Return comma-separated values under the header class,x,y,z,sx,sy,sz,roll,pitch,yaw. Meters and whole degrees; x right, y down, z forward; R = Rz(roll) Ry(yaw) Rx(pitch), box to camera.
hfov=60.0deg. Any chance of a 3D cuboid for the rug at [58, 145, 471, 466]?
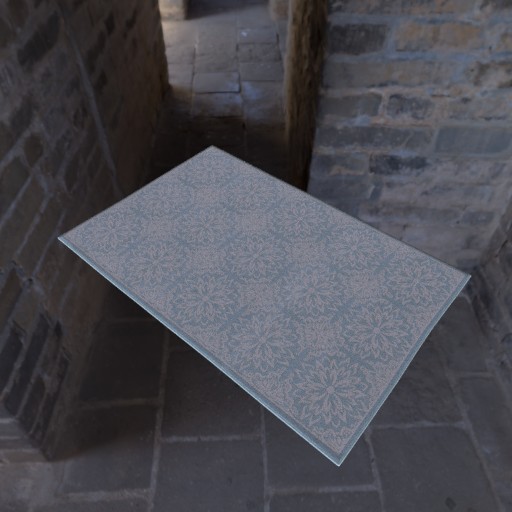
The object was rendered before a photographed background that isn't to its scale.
class,x,y,z,sx,sy,sz,roll,pitch,yaw
rug,0.000,0.000,3.504,2.746,0.018,1.819,32,54,27
